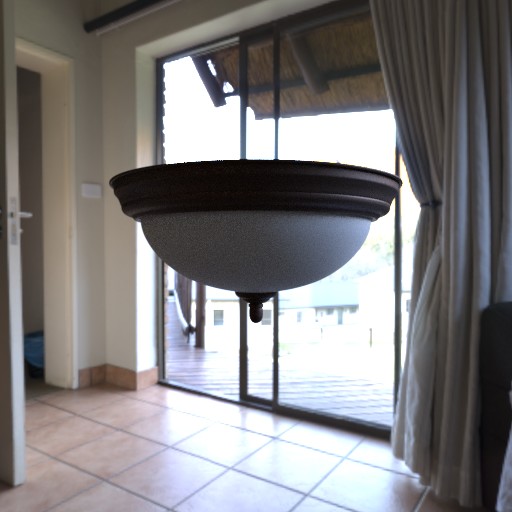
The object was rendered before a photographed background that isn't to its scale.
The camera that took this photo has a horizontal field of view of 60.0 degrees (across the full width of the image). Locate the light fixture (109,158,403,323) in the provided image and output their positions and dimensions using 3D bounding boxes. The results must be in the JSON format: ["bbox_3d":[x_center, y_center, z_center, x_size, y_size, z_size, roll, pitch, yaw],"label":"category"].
[{"bbox_3d":[0.000,0.000,0.444,0.280,0.135,0.280,0,0,0],"label":"light fixture"}]
